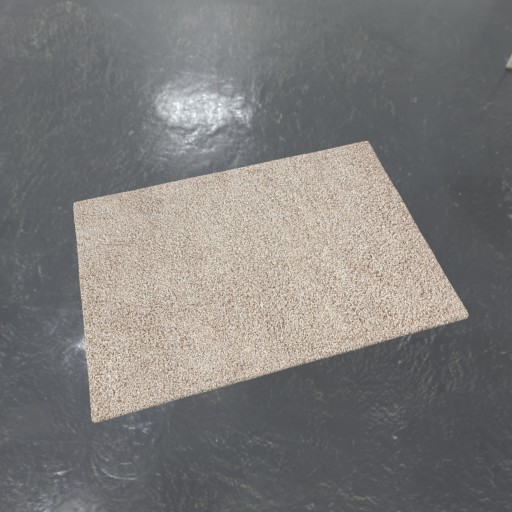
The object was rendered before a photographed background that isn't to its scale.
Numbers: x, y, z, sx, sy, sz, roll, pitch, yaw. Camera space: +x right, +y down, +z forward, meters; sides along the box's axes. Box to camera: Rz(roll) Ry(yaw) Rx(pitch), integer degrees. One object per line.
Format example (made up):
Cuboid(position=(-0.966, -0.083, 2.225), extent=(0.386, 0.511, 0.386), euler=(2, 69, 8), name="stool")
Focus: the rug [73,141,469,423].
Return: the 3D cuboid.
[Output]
Cuboid(position=(0.000, 0.000, 2.299), extent=(1.778, 0.030, 1.219), euler=(-14, 59, -8), name="rug")
